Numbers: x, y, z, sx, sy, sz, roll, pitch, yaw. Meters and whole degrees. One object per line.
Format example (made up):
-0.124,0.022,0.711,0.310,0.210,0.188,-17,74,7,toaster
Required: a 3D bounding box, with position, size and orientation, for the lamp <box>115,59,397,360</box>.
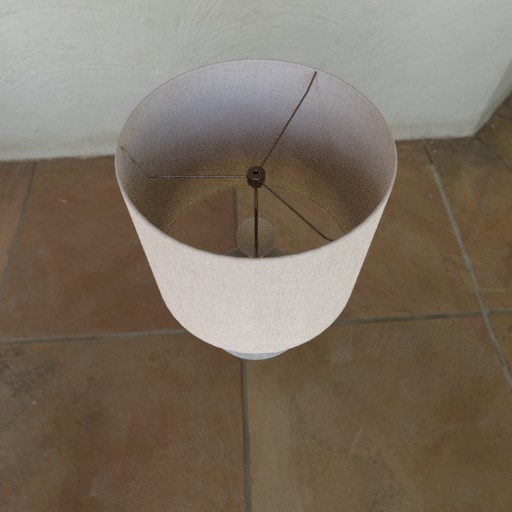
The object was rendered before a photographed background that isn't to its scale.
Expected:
0.000,0.000,0.599,0.269,0.409,0.269,0,58,0,lamp
